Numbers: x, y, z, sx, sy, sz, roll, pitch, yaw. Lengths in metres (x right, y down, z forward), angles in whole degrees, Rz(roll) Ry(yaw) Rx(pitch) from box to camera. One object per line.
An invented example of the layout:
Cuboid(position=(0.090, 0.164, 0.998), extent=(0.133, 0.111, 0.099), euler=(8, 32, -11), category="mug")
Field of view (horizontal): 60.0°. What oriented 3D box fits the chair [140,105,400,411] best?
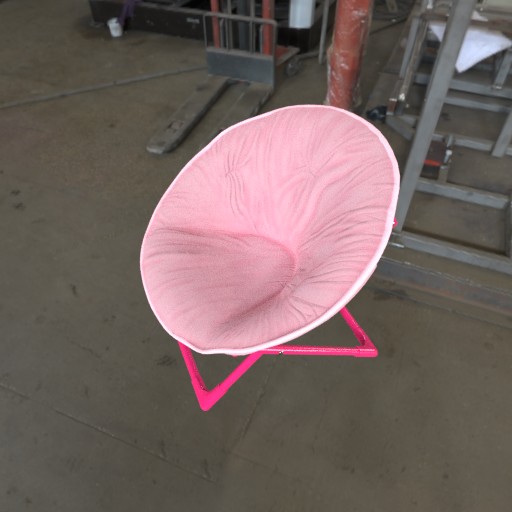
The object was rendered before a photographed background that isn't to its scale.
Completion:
Cuboid(position=(0.000, 0.000, 0.906), extent=(0.459, 0.494, 0.522), euler=(-17, 48, -16), category="chair")
